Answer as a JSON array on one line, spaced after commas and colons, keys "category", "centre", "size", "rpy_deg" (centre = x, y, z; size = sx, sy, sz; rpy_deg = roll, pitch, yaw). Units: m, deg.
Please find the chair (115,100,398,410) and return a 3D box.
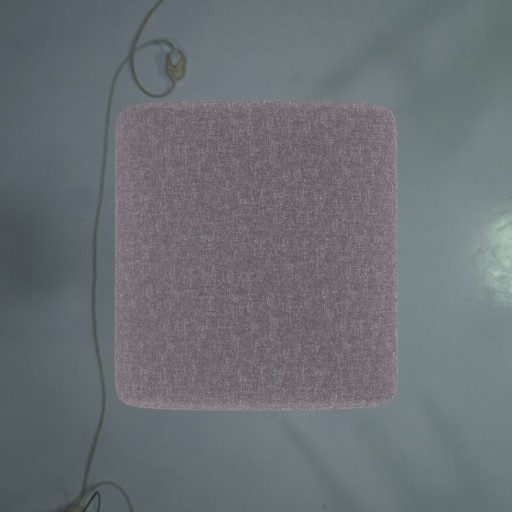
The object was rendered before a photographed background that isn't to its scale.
[{"category": "chair", "centre": [0.000, 0.000, 0.905], "size": [0.530, 0.410, 0.530], "rpy_deg": [0, 89, 0]}]
